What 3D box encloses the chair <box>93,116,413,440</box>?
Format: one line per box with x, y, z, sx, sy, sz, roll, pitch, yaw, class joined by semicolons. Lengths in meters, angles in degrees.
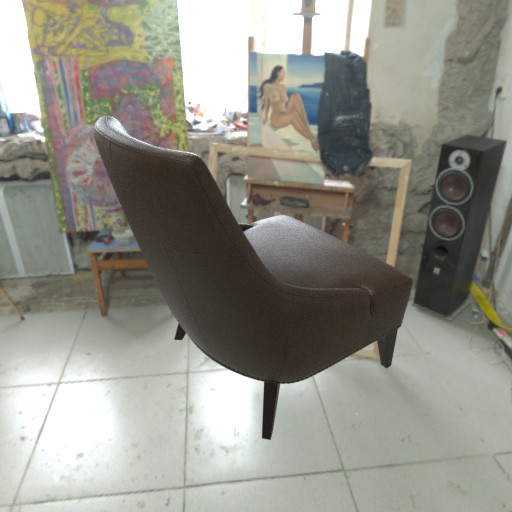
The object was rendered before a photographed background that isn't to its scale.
0.000;0.000;1.475;0.861;0.909;0.701;-19;34;-31;chair
